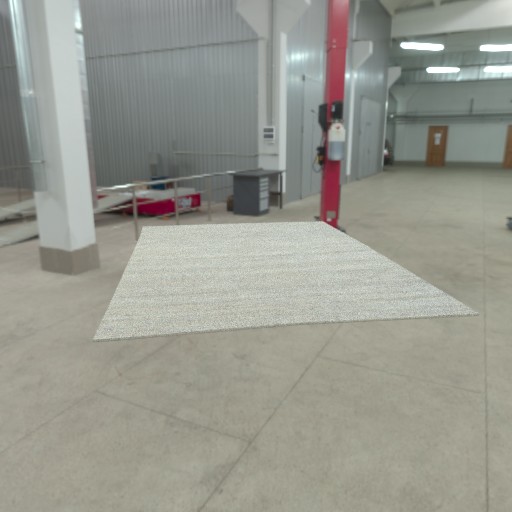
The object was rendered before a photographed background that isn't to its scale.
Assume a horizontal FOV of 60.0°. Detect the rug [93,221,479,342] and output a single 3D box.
[{"bbox_3d":[0.000,0.000,2.880,1.624,0.030,2.264,-2,15,-9],"label":"rug"}]
